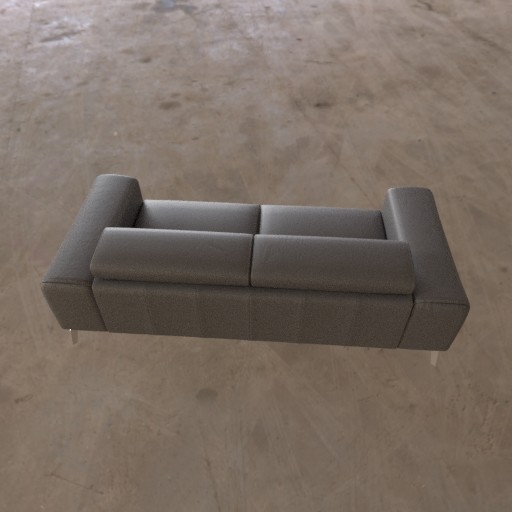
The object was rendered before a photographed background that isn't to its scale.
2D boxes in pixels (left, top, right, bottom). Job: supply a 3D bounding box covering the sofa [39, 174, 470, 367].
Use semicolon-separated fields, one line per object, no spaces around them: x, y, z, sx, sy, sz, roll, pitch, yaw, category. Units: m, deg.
0.000;0.000;2.829;2.321;0.759;1.023;3;46;3;sofa
